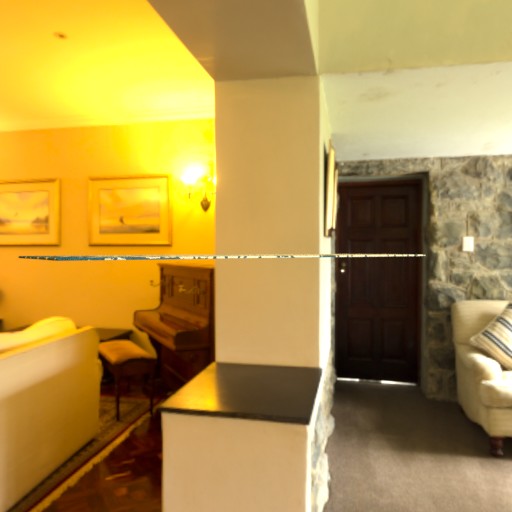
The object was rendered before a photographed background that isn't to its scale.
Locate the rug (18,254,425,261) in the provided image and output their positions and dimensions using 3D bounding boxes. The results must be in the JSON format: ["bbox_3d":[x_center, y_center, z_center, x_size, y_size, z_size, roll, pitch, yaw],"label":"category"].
[{"bbox_3d":[0.000,0.000,2.670,2.435,0.011,0.750,-1,1,-38],"label":"rug"}]
